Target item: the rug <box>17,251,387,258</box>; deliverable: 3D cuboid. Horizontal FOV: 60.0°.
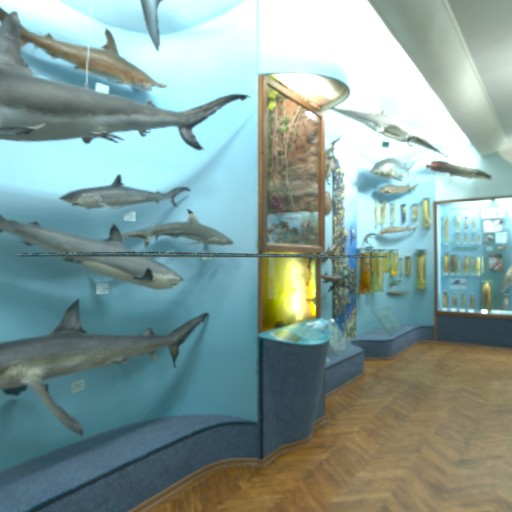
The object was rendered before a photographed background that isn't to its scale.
[{"bbox_3d":[0.000,0.000,2.488,0.685,0.014,2.292,0,-1,36],"label":"rug"}]
